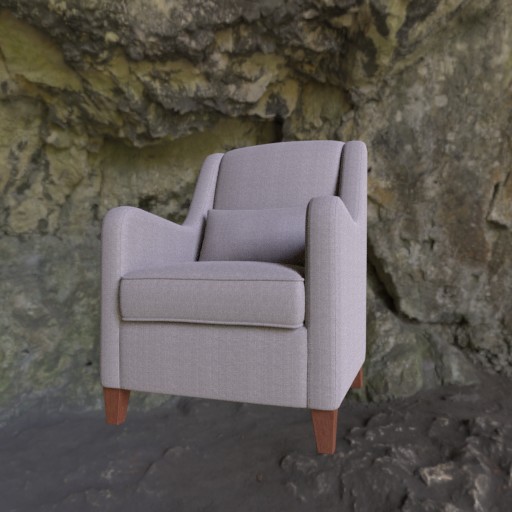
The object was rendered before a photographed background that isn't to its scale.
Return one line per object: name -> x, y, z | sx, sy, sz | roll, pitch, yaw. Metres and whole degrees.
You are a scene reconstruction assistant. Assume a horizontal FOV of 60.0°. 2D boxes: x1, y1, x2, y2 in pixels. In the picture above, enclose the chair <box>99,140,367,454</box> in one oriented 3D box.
chair -> 0.000, 0.000, 1.596 | 0.715, 1.017, 0.890 | -1, -2, 19
